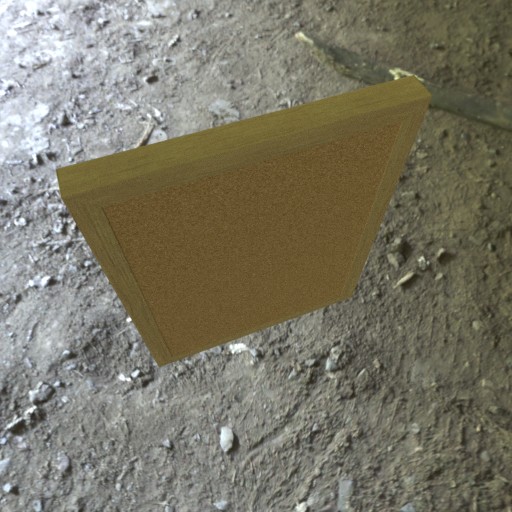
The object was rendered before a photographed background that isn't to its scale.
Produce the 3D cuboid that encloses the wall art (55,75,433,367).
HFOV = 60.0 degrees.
[{"bbox_3d":[0.000,0.000,0.516,0.312,0.380,0.030,-18,60,-11],"label":"wall art"}]
